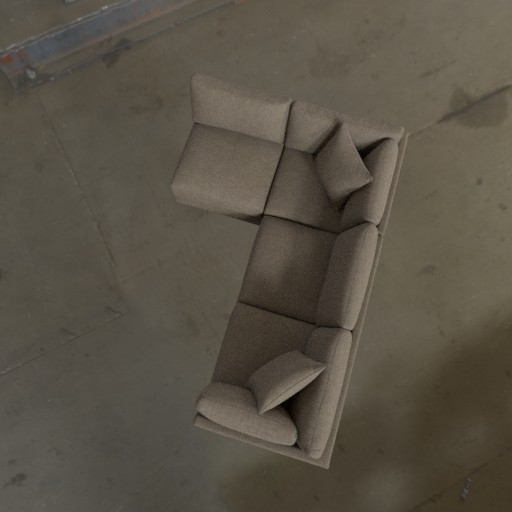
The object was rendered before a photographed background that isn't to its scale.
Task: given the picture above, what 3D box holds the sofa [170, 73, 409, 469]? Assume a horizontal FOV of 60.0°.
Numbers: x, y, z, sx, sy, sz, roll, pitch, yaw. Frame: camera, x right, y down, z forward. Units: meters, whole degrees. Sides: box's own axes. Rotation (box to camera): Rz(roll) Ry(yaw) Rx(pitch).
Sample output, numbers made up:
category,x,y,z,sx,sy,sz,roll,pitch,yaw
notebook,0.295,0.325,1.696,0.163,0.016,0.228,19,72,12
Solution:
category,x,y,z,sx,sy,sz,roll,pitch,yaw
sofa,0.000,0.000,3.865,1.994,0.978,2.896,16,76,4
